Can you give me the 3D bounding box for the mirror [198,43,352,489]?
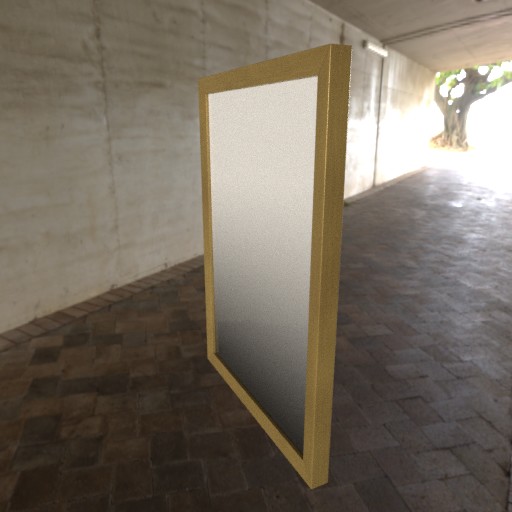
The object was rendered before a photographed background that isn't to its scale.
[{"bbox_3d":[0.000,0.000,0.898,0.040,0.710,0.507,-8,18,-26],"label":"mirror"}]
